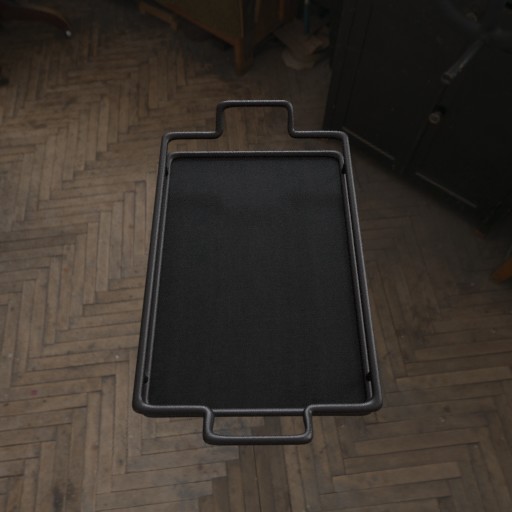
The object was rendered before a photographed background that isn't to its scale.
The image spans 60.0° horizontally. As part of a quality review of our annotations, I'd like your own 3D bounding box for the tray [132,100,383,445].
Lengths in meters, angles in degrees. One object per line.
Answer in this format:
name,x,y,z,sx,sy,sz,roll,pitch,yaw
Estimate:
tray,0.000,0.000,0.621,0.297,0.101,0.495,0,63,0
